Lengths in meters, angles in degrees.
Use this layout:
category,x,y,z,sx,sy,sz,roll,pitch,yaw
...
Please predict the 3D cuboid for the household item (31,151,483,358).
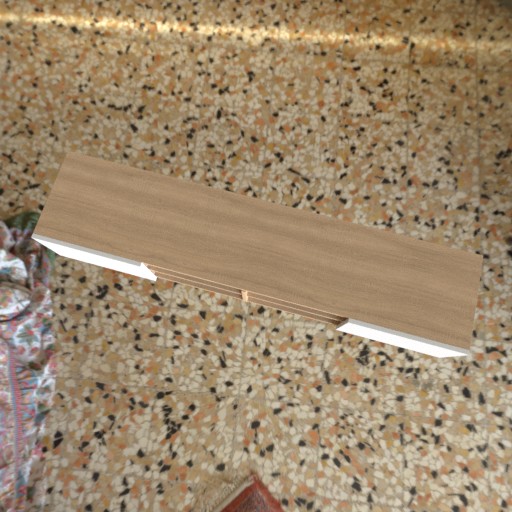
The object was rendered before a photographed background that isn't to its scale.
category,x,y,z,sx,sy,sz,roll,pitch,yaw
household item,0.000,0.000,2.008,1.850,0.310,0.420,15,76,4
